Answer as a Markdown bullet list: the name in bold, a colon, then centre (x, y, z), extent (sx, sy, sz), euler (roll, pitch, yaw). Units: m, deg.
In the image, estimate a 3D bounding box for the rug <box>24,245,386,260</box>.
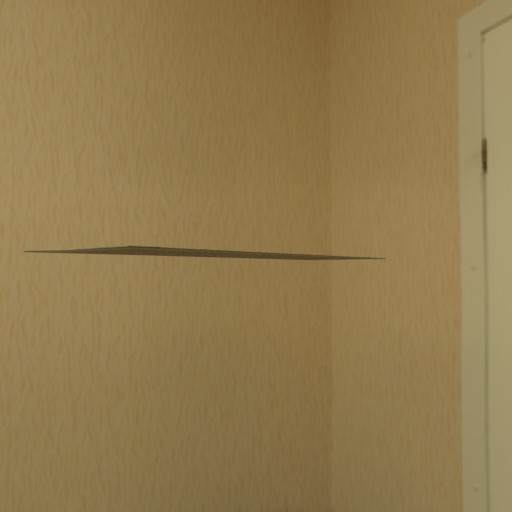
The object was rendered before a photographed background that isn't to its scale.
- **rug**: centre (0.000, 0.000, 2.520), extent (0.684, 0.009, 2.275), euler (-1, -2, 37)
